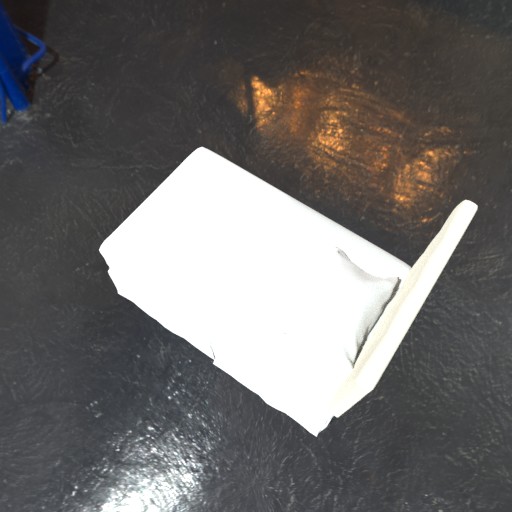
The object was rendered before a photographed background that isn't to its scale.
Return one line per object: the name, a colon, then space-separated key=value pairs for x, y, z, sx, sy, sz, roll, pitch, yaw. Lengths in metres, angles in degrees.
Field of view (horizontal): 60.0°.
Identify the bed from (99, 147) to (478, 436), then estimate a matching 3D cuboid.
bed: x=0.000 y=0.000 z=2.978 sx=1.997 sy=1.571 sz=1.261 roll=32 pitch=67 yaw=15
